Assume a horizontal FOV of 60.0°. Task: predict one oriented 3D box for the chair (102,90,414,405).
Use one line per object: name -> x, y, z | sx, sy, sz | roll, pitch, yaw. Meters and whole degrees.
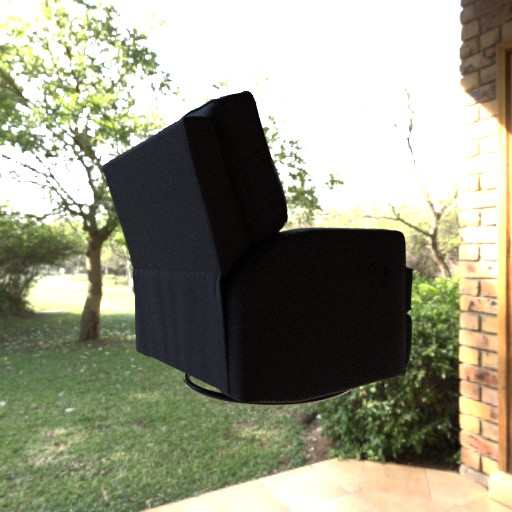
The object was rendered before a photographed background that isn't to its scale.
chair -> 0.000, 0.000, 1.712 | 0.964, 0.962, 0.861 | 0, 0, -35
